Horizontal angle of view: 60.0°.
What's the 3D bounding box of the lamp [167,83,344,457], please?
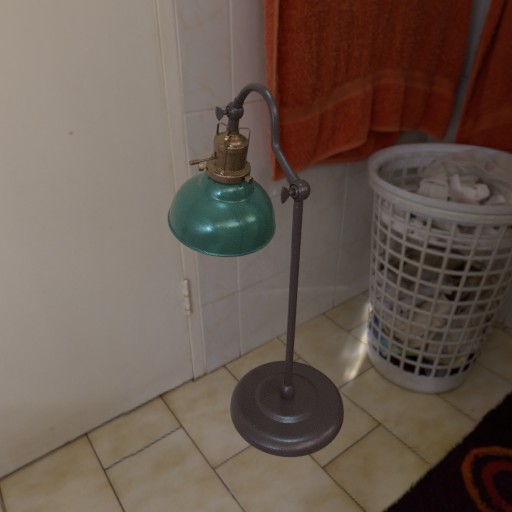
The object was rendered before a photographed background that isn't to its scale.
[{"bbox_3d":[0.000,0.000,0.689,0.192,0.508,0.374,-20,36,-29],"label":"lamp"}]
